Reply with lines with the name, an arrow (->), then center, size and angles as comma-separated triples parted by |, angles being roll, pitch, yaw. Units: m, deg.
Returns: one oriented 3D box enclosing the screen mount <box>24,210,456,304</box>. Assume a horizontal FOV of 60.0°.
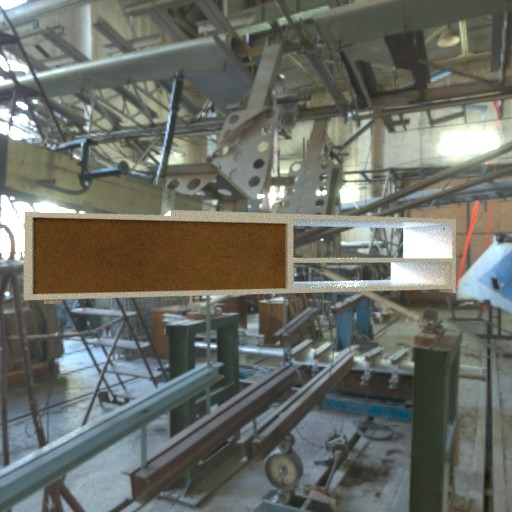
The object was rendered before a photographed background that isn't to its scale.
screen mount -> 0.000, 0.000, 1.861 | 1.680, 0.320, 0.420 | 0, 0, -18
